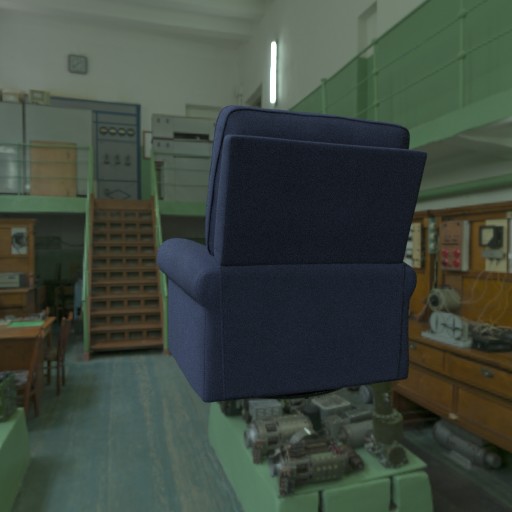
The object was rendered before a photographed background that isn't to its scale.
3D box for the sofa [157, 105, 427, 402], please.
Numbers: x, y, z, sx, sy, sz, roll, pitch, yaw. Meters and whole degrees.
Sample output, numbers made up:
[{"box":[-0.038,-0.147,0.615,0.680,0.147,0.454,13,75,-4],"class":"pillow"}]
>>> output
[{"box":[0.000,0.000,2.030,0.880,0.959,1.478,0,1,-19],"class":"sofa"}]
